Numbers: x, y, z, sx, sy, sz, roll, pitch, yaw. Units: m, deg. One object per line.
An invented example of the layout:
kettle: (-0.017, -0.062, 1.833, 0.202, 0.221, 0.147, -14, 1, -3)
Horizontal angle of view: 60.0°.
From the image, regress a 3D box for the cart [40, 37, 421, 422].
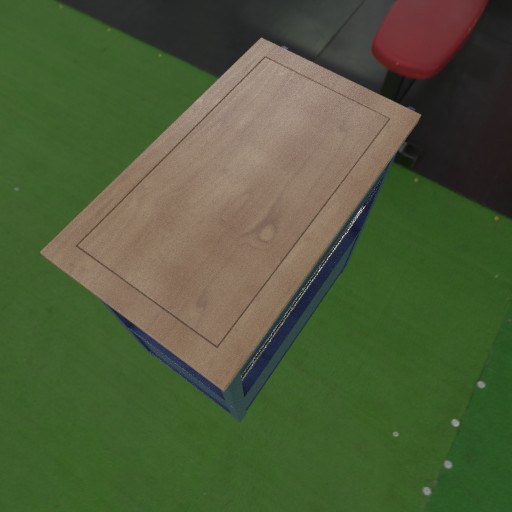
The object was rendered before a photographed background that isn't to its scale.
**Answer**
cart: (0.000, 0.000, 1.374, 0.459, 0.901, 0.840, 33, 68, 15)
